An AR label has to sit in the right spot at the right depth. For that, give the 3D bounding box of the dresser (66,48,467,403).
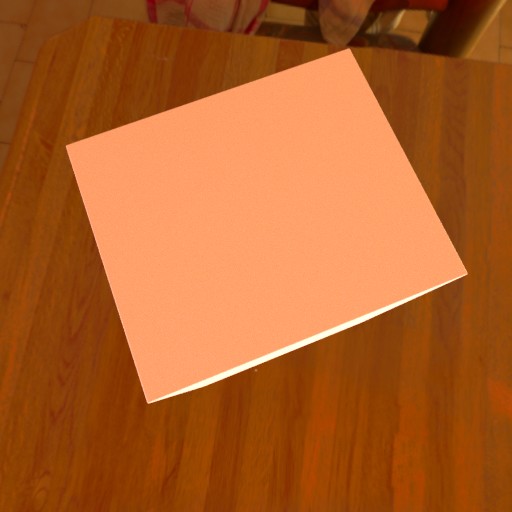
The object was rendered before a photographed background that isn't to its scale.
[{"bbox_3d":[0.000,0.000,0.821,0.400,0.560,0.360,-21,77,-5],"label":"dresser"}]
